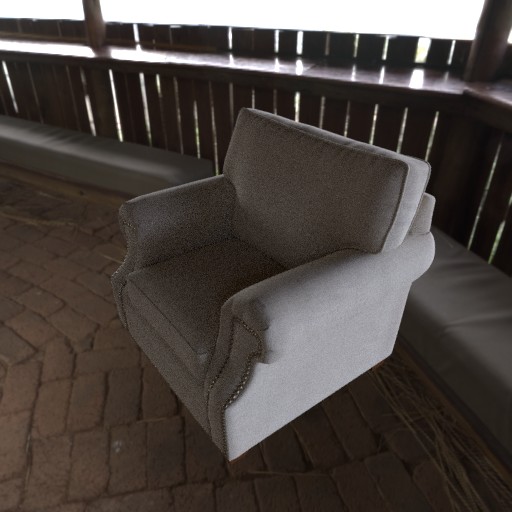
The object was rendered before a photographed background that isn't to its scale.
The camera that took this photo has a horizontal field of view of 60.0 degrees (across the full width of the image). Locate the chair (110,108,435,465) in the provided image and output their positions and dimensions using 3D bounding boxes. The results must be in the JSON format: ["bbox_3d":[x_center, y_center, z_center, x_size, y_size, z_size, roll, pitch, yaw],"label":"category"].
[{"bbox_3d":[0.000,0.000,1.823,0.965,0.961,1.092,-21,37,-31],"label":"chair"}]
